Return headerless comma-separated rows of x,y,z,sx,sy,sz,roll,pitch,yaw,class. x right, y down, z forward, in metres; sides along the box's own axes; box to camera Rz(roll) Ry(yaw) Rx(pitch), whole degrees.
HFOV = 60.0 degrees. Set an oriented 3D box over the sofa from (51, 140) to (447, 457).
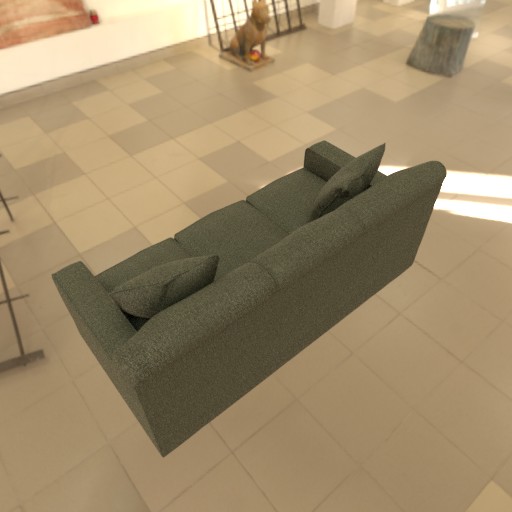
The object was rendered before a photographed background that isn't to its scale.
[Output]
0.000,0.000,2.585,2.024,0.958,0.997,-31,53,-27,sofa
